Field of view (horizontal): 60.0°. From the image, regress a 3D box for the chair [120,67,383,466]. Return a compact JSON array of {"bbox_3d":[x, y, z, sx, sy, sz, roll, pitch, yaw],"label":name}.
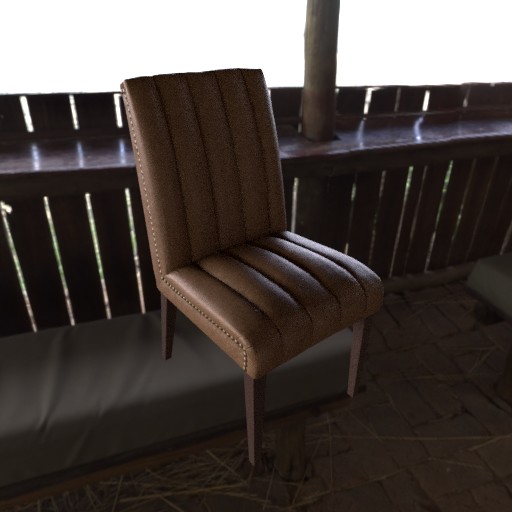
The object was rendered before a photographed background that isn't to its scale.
[{"bbox_3d":[0.000,0.000,1.374,0.511,1.016,0.647,-21,35,-32],"label":"chair"}]
